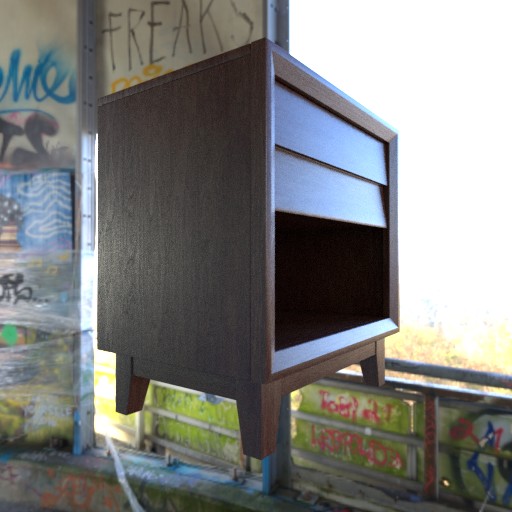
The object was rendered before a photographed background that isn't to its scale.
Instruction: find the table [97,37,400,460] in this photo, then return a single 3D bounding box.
[{"bbox_3d":[0.000,0.000,0.977,0.449,0.609,0.557,0,-1,36],"label":"table"}]
